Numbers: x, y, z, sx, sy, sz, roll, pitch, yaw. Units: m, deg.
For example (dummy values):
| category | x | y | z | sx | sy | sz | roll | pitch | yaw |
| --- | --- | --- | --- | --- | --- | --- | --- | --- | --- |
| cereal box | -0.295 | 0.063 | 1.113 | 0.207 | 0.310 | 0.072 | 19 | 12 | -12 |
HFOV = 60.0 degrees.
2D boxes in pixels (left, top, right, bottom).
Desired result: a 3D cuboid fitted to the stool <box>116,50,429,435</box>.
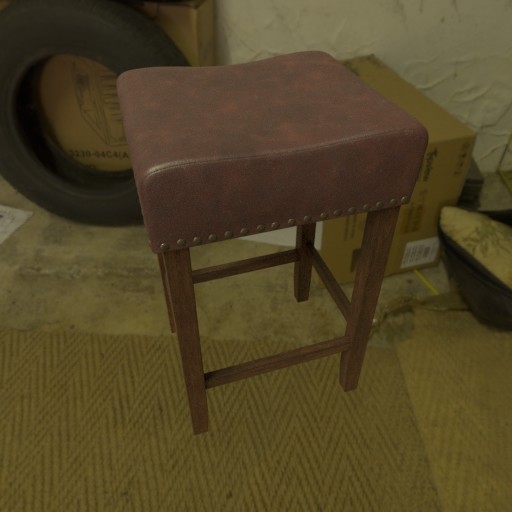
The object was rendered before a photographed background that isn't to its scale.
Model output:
| category | x | y | z | sx | sy | sz | roll | pitch | yaw |
| --- | --- | --- | --- | --- | --- | --- | --- | --- | --- |
| stool | 0.000 | 0.000 | 1.030 | 0.465 | 0.769 | 0.401 | -12 | 43 | -13 |
